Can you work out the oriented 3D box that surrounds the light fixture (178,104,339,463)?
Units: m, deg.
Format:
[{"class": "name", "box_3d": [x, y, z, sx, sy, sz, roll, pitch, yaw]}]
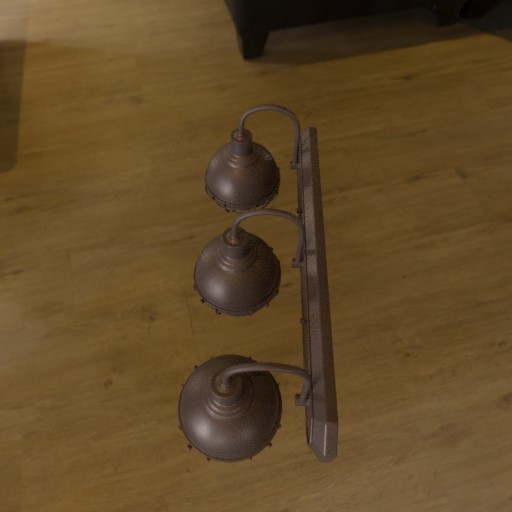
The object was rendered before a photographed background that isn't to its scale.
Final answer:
[{"class": "light fixture", "box_3d": [0.000, 0.000, 0.762, 0.229, 0.254, 0.634, 1, 57, 1]}]
